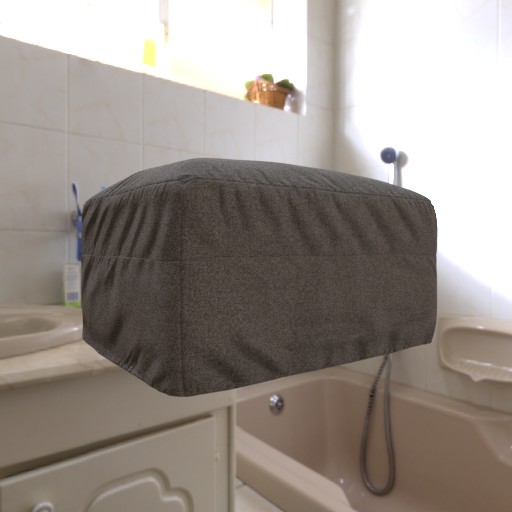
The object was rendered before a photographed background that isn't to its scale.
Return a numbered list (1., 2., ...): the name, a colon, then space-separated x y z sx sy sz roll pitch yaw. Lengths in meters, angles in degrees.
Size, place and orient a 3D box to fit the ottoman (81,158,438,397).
1. ottoman: 0.000 0.000 1.256 0.837 0.481 0.683 -1 1 -36
